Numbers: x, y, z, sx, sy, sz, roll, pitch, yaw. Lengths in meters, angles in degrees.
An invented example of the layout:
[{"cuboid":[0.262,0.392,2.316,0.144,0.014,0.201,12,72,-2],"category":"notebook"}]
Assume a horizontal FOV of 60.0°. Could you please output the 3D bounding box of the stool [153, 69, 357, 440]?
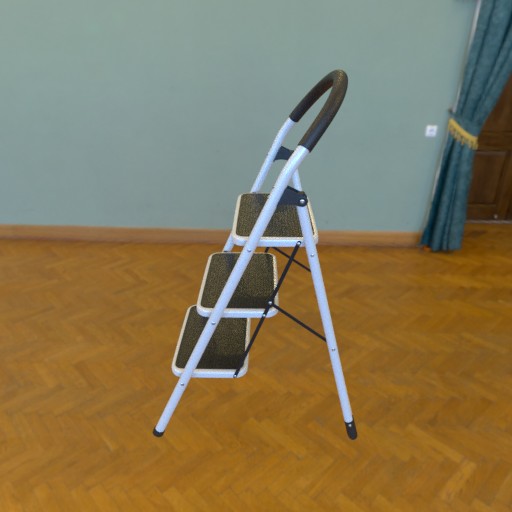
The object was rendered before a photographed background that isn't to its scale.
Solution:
[{"cuboid":[0.000,0.000,1.428,0.676,1.109,0.485,0,26,1],"category":"stool"}]
